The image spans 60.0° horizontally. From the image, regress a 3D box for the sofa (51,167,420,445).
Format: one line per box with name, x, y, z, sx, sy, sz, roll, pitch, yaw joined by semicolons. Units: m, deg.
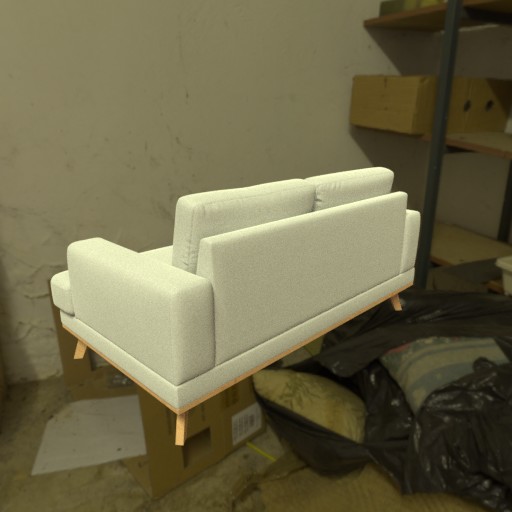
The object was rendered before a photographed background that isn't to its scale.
sofa;0.000;0.000;2.156;0.915;0.810;1.651;17;24;42
